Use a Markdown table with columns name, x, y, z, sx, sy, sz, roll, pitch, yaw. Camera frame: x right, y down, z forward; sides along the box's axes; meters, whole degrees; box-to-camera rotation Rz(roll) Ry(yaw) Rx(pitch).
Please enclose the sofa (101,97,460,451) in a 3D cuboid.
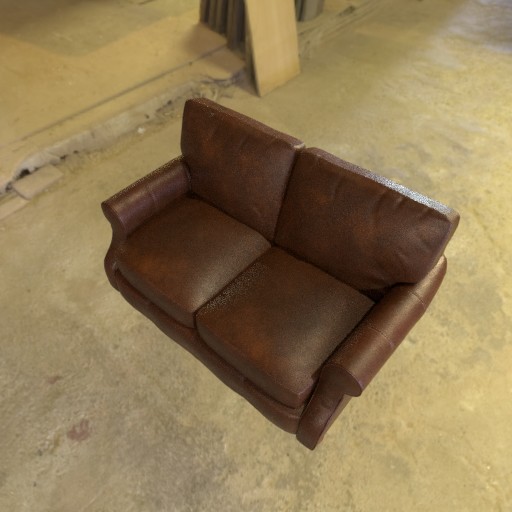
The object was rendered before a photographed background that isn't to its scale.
| name | x | y | z | sx | sy | sz | roll | pitch | yaw |
| --- | --- | --- | --- | --- | --- | --- | --- | --- | --- |
| sofa | 0.000 | 0.000 | 2.221 | 1.616 | 0.976 | 0.990 | 32 | 54 | 27 |
